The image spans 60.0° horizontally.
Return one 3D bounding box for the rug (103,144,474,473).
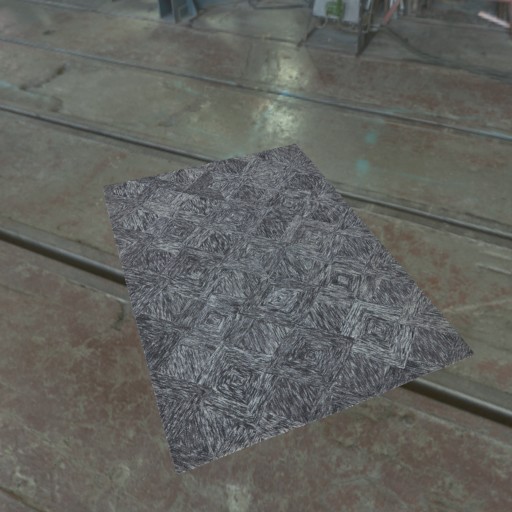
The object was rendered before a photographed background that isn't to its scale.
[{"bbox_3d":[0.000,0.000,5.230,2.997,0.020,4.093,-16,48,-15],"label":"rug"}]
